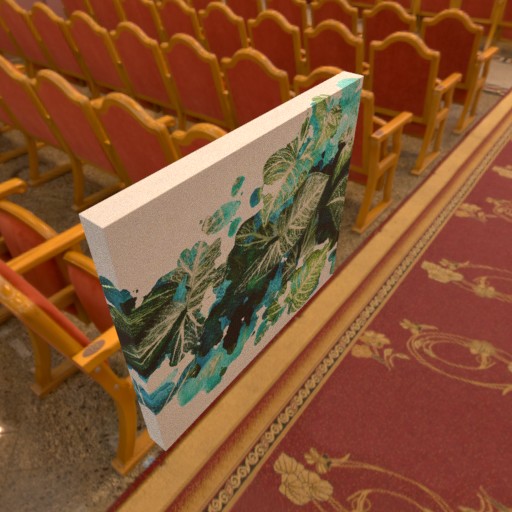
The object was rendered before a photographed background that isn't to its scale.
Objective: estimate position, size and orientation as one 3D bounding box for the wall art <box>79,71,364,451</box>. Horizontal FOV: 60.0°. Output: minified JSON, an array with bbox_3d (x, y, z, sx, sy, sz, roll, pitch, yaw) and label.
[{"bbox_3d":[0.000,0.000,0.707,0.041,0.435,0.507,27,48,28],"label":"wall art"}]
